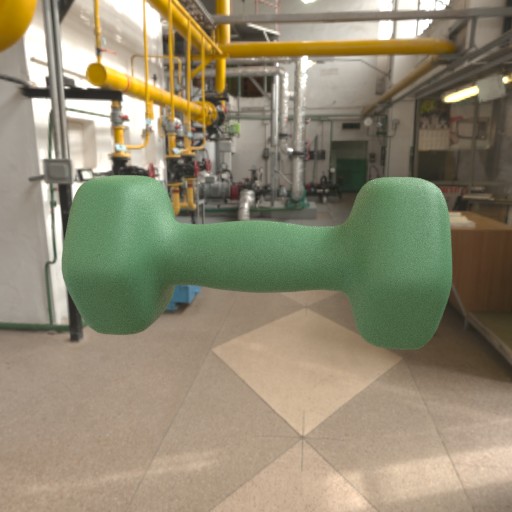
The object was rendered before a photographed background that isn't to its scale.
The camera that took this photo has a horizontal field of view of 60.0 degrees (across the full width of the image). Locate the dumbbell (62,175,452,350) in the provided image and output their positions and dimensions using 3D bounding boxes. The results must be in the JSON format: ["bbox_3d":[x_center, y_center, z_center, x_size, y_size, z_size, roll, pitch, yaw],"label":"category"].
[{"bbox_3d":[0.000,0.000,0.323,0.257,0.114,0.126,2,13,8],"label":"dumbbell"}]
